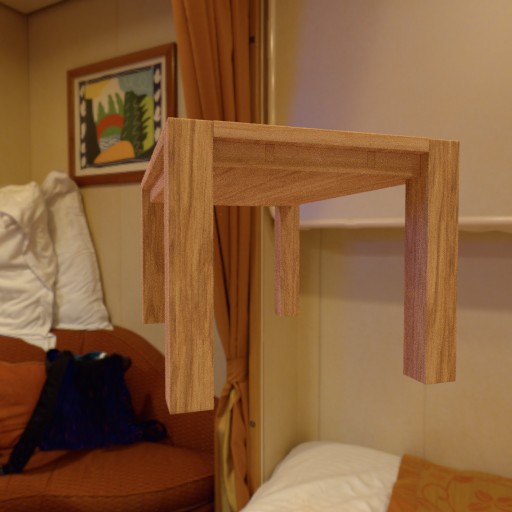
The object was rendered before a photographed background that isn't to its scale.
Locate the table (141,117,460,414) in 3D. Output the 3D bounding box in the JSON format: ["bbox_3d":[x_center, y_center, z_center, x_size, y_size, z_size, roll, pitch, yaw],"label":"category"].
[{"bbox_3d":[0.000,0.000,1.930,0.900,0.760,1.400,-1,2,-17],"label":"table"}]
